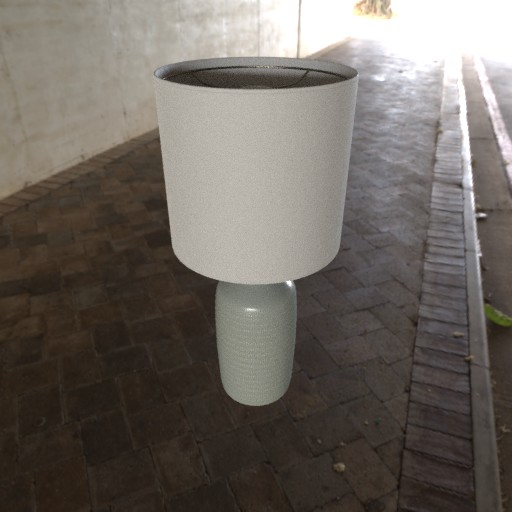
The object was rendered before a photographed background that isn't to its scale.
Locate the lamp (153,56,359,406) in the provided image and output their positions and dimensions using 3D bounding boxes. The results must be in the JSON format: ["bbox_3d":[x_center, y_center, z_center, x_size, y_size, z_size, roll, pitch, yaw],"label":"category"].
[{"bbox_3d":[0.000,0.000,0.607,0.220,0.475,0.220,-21,37,-31],"label":"lamp"}]
